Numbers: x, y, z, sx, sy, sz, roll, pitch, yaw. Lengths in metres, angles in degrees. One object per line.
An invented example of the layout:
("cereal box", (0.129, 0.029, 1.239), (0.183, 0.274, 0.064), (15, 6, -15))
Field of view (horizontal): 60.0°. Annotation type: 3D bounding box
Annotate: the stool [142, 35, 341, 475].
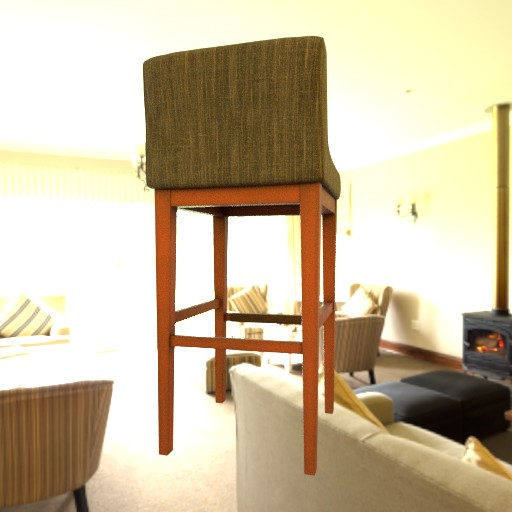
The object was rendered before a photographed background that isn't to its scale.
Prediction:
("stool", (0.000, 0.000, 1.216), (0.426, 0.965, 0.499), (0, 0, 15))
